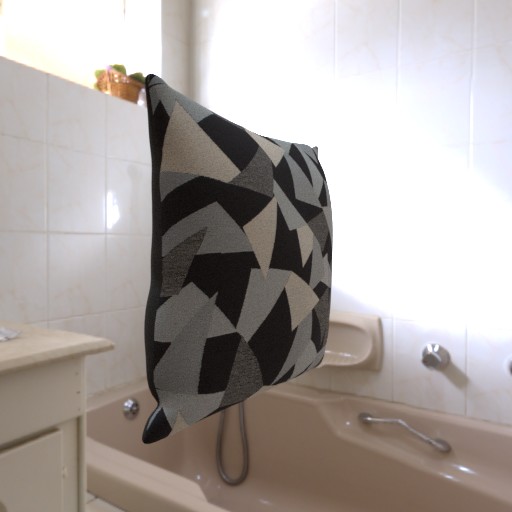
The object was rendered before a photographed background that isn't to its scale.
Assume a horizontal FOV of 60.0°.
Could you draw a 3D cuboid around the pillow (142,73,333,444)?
[{"bbox_3d":[0.000,0.000,0.783,0.208,0.496,0.503,1,1,35],"label":"pillow"}]
